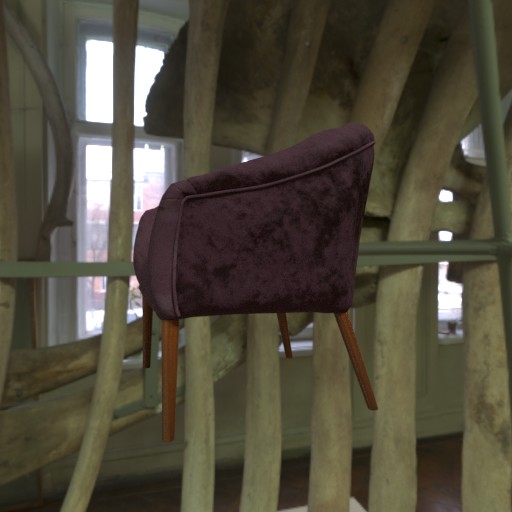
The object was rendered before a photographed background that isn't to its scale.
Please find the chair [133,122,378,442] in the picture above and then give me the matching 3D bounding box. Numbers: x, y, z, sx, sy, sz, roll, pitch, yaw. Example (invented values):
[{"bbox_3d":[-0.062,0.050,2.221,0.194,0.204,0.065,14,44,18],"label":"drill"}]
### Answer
[{"bbox_3d":[0.000,0.000,1.512,0.776,0.885,0.851,0,1,-18],"label":"chair"}]
